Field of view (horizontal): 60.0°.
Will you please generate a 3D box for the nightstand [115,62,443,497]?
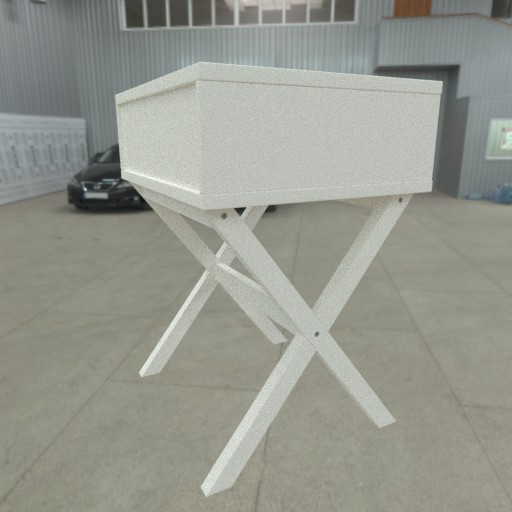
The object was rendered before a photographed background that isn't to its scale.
[{"bbox_3d":[0.000,0.000,0.880,0.402,0.623,0.479,-8,17,-27],"label":"nightstand"}]
